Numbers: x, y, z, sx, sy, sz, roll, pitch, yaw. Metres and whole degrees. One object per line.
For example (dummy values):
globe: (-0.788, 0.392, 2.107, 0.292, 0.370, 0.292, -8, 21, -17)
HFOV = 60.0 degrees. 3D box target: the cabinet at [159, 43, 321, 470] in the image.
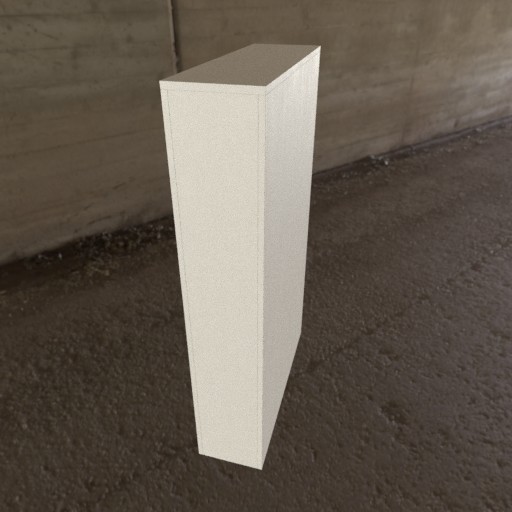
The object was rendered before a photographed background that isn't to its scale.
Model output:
cabinet: (0.000, 0.000, 1.564, 0.250, 1.280, 0.750, 8, 32, 13)
